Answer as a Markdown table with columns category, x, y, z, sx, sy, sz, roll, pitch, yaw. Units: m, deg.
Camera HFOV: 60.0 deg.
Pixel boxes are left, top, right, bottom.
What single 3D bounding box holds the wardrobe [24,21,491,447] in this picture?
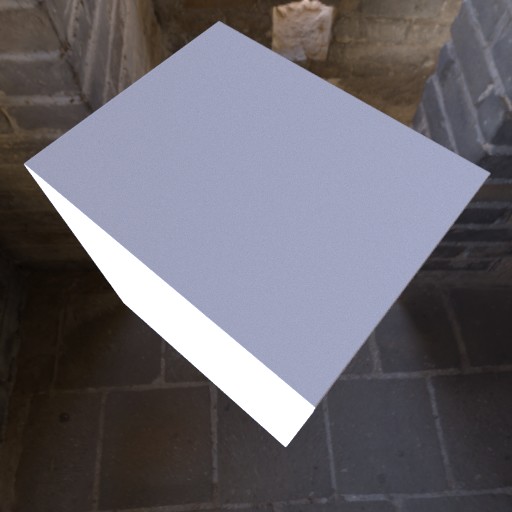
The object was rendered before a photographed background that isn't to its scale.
| category | x | y | z | sx | sy | sz | roll | pitch | yaw |
| --- | --- | --- | --- | --- | --- | --- | --- | --- | --- |
| wardrobe | 0.000 | 0.000 | 0.837 | 0.500 | 0.520 | 0.400 | 37 | 68 | 17 |
